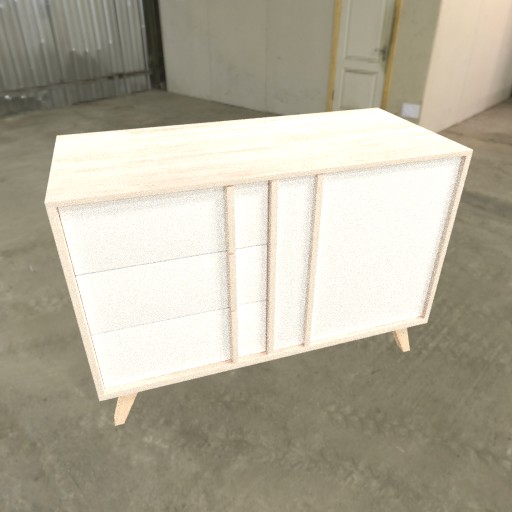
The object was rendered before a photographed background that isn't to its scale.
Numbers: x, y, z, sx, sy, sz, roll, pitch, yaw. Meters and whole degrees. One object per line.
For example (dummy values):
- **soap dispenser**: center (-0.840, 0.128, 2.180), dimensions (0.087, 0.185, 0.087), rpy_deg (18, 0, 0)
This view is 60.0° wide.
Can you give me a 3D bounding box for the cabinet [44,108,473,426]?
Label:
- **cabinet**: center (0.000, 0.000, 1.497), dimensions (1.110, 0.780, 0.500), rpy_deg (-10, 33, -15)
